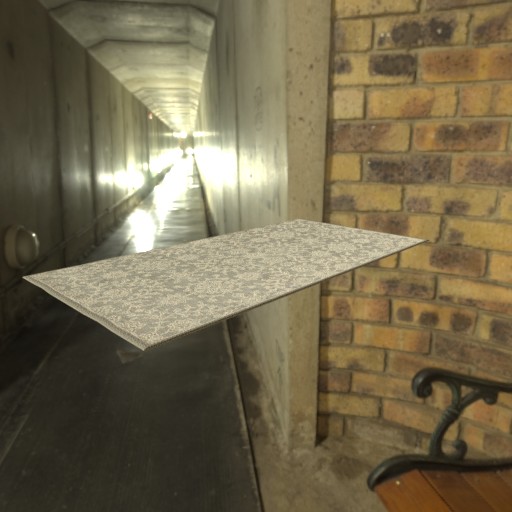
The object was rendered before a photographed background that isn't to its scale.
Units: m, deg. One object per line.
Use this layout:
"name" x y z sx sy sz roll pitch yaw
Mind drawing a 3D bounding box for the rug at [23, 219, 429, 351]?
"rug" 0.000 0.000 3.602 1.546 0.011 3.048 15 21 42
